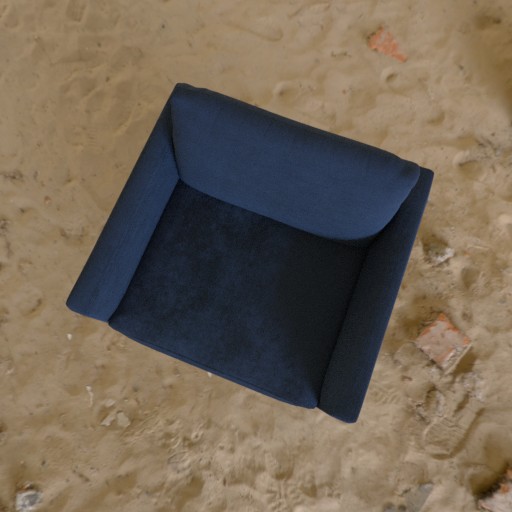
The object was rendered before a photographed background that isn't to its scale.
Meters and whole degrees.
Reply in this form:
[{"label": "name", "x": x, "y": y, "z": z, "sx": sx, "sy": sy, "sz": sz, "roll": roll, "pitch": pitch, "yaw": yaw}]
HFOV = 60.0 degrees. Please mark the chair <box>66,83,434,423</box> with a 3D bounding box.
[{"label": "chair", "x": 0.000, "y": 0.000, "z": 1.603, "sx": 0.964, "sy": 0.812, "sz": 0.875, "roll": 21, "pitch": 77, "yaw": 5}]
